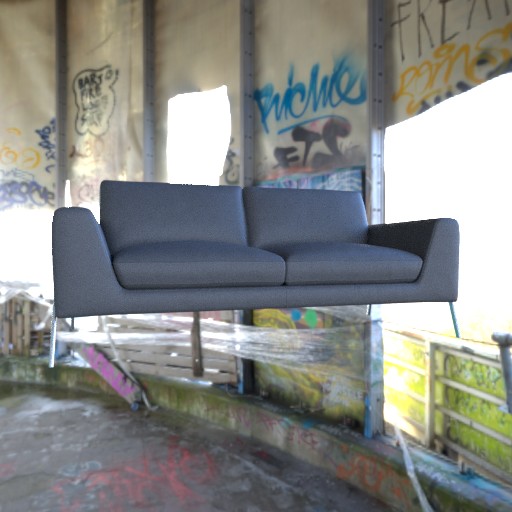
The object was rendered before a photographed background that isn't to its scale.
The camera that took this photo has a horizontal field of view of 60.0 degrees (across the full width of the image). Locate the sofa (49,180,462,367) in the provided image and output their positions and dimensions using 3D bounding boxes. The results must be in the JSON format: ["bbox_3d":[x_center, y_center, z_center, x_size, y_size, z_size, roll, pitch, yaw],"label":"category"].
[{"bbox_3d":[0.000,0.000,2.498,2.017,0.875,0.953,0,1,-17],"label":"sofa"}]
